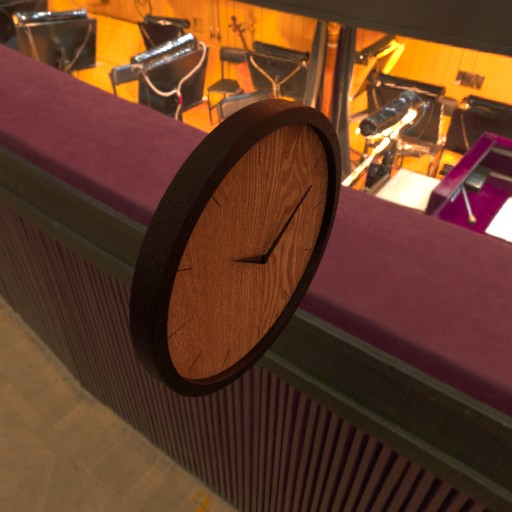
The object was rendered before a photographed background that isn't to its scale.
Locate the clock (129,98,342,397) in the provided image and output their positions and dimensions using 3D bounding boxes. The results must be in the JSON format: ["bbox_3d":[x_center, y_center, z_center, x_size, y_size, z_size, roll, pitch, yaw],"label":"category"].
[{"bbox_3d":[0.000,0.000,0.465,0.029,0.314,0.314,26,47,27],"label":"clock"}]
